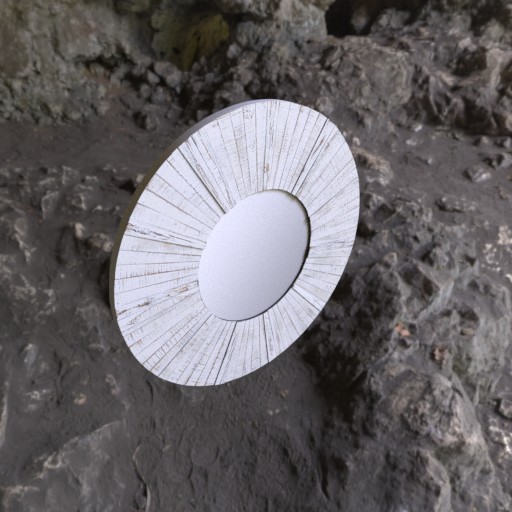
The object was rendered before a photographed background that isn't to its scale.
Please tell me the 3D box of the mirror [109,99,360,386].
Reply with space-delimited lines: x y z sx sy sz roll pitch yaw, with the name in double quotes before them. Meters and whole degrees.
"mirror" 0.000 0.000 1.364 0.914 0.914 0.038 -22 37 -32
